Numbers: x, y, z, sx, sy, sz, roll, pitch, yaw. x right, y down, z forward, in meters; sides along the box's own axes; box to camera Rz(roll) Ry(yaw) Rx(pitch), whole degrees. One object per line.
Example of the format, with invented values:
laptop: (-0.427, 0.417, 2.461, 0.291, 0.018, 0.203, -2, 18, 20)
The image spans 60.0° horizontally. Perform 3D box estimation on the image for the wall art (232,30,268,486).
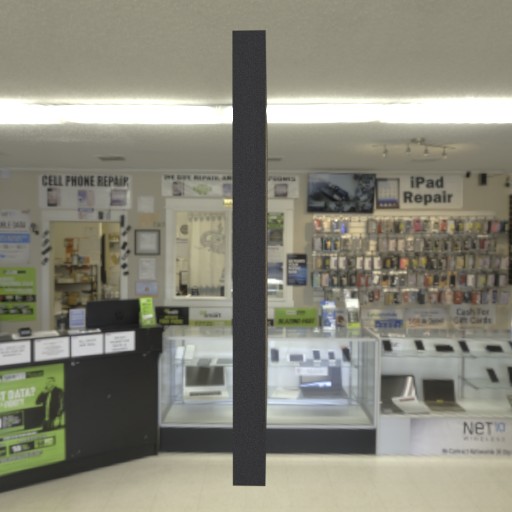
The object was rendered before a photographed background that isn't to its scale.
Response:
wall art: (0.000, 0.000, 0.747, 0.037, 0.507, 0.509, 0, 1, 2)
